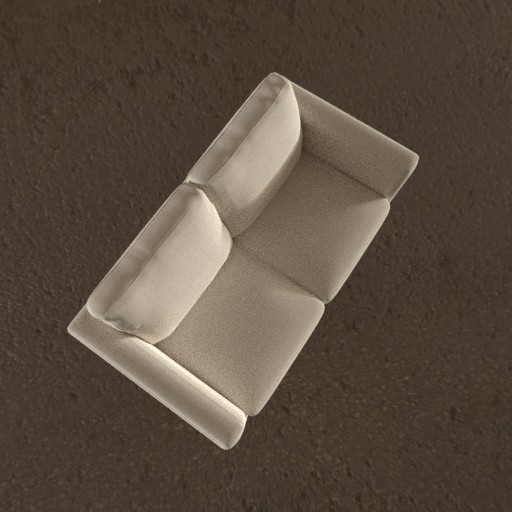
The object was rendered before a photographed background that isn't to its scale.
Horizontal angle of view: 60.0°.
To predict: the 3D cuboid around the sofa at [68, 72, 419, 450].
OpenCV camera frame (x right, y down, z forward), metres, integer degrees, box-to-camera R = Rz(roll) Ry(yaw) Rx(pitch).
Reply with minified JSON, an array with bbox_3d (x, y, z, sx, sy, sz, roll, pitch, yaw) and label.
[{"bbox_3d":[0.000,0.000,2.014,0.796,0.908,1.430,33,77,9],"label":"sofa"}]
